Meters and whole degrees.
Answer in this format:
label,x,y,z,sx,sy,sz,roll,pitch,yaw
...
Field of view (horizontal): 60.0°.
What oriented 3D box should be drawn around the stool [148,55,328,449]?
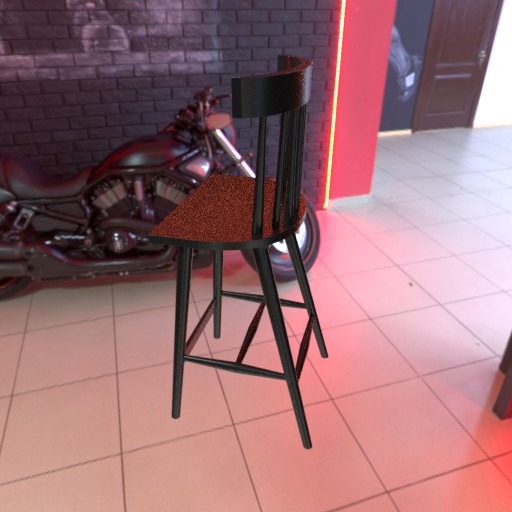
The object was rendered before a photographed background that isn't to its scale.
label,x,y,z,sx,sy,sz,roll,pitch,yaw
stool,0.000,0.000,1.365,0.483,1.092,0.482,8,31,13
